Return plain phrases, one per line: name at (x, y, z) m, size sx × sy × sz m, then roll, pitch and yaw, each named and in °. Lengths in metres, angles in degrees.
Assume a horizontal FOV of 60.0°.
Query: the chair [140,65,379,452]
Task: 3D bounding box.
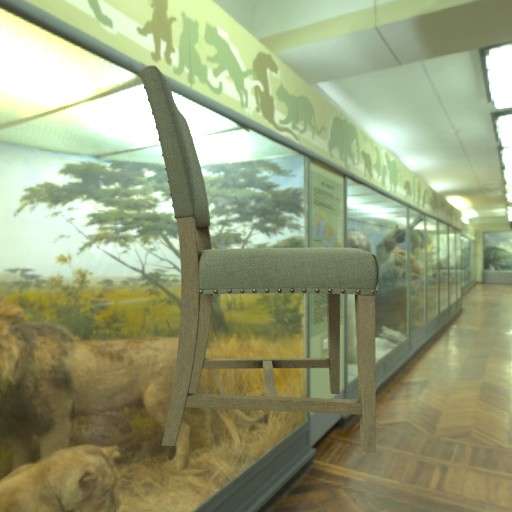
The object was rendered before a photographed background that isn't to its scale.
chair at (0.000, 0.000, 1.359) m, size 0.622 × 0.986 × 0.508 m, roll 0°, pitch 0°, yaw 0°
